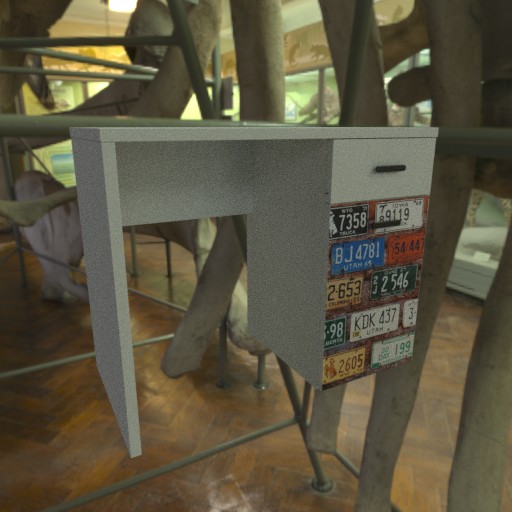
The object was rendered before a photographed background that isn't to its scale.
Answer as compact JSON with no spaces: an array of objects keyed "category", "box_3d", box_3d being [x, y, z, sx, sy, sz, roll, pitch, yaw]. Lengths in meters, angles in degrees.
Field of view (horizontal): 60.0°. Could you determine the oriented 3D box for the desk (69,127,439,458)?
[{"category":"desk","box_3d":[0.000,0.000,1.312,0.898,0.730,0.482,-9,18,-27]}]
